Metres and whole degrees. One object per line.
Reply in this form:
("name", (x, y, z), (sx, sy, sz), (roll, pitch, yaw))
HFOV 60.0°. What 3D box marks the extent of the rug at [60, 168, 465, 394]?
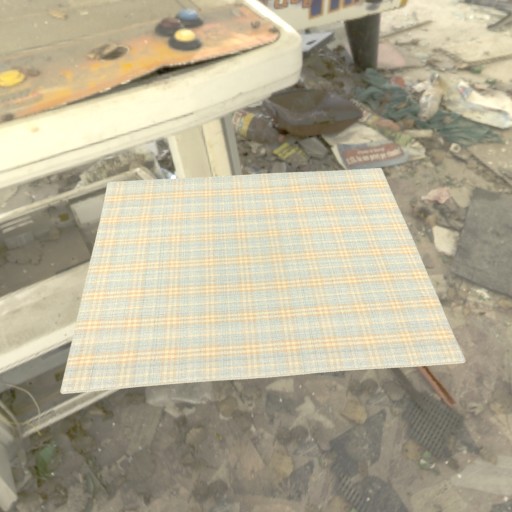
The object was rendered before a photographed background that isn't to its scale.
("rug", (0.000, 0.000, 4.131), (3.066, 0.030, 2.462), (-4, 48, -3))
